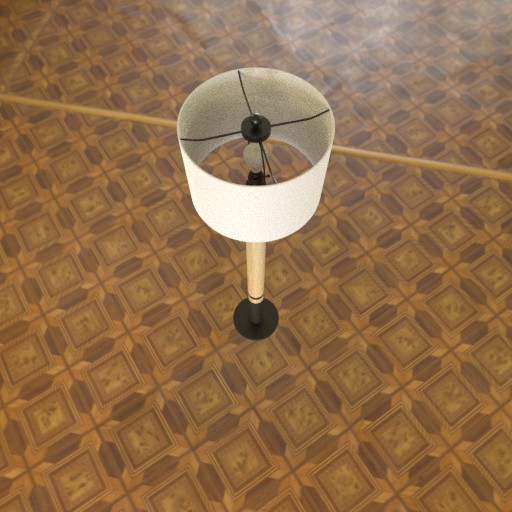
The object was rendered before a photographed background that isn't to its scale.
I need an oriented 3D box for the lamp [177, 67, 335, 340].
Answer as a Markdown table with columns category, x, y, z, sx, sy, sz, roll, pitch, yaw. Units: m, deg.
| category | x | y | z | sx | sy | sz | roll | pitch | yaw |
| --- | --- | --- | --- | --- | --- | --- | --- | --- | --- |
| lamp | 0.000 | 0.000 | 1.708 | 0.381 | 1.478 | 0.381 | -31 | 67 | -15 |
